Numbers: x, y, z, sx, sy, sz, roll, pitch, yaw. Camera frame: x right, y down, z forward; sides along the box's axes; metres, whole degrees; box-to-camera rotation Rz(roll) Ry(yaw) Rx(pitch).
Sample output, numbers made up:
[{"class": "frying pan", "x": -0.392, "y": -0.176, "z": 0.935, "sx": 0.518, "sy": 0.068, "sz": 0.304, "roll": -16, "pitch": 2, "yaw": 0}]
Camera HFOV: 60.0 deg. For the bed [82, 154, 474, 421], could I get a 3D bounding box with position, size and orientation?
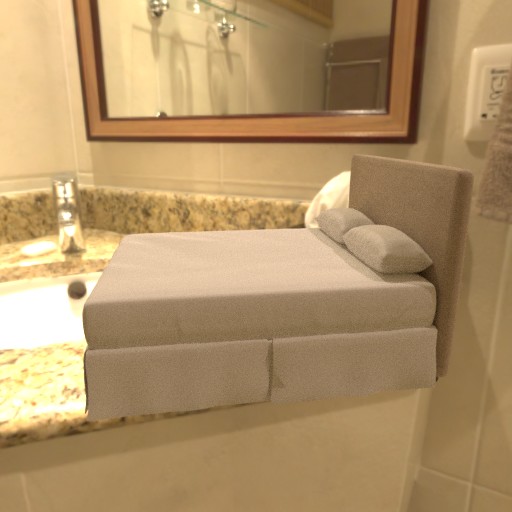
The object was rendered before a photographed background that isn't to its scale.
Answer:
[{"class": "bed", "x": 0.000, "y": 0.000, "z": 3.151, "sx": 2.162, "sy": 1.330, "sz": 1.713, "roll": -2, "pitch": 16, "yaw": -8}]
